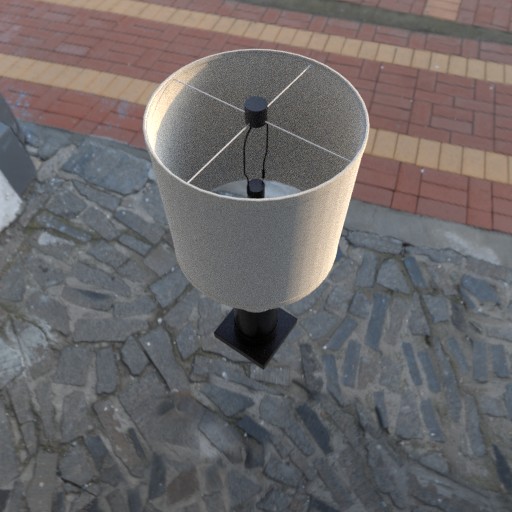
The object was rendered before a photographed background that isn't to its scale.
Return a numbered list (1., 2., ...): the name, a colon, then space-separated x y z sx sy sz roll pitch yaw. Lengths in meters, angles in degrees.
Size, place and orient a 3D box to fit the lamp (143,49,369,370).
1. lamp: 0.000 0.000 0.617 0.211 0.509 0.211 30 62 18
